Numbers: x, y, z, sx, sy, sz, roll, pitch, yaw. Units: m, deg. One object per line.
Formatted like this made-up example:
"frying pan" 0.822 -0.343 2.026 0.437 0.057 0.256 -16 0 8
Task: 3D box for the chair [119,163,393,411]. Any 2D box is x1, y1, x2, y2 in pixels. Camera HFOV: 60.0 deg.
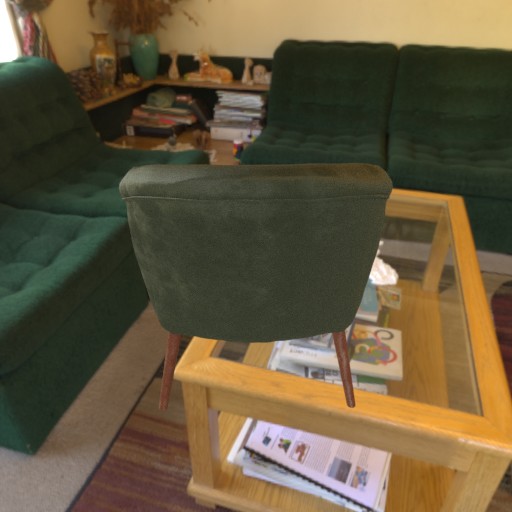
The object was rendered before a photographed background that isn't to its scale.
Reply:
"chair" 0.000 0.000 1.488 0.851 0.885 0.776 -1 32 -1
